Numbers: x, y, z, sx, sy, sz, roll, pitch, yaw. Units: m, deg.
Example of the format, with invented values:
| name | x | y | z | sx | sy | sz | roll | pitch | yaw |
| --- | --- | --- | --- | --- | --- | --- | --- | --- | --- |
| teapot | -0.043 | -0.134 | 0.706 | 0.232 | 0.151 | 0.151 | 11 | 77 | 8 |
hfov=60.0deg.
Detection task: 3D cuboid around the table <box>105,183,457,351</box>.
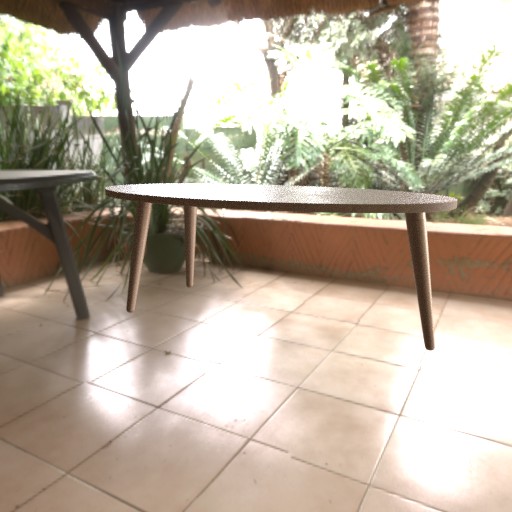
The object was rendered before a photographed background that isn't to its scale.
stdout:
| name | x | y | z | sx | sy | sz | roll | pitch | yaw |
| --- | --- | --- | --- | --- | --- | --- | --- | --- | --- |
| table | 0.000 | 0.000 | 1.343 | 1.083 | 0.390 | 0.542 | 7 | 15 | 28 |
